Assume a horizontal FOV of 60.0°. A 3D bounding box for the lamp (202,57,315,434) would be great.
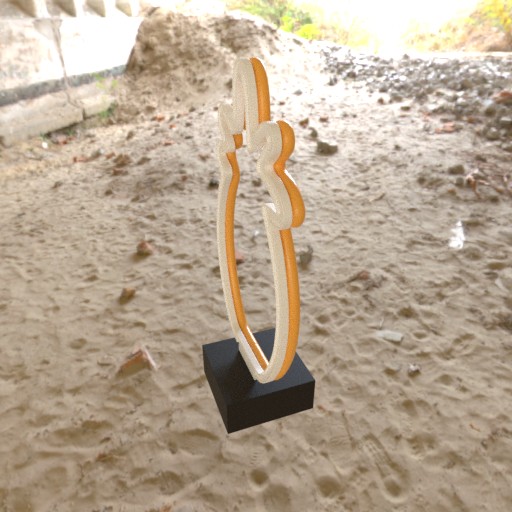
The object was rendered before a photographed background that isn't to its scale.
[{"bbox_3d":[0.000,0.000,0.386,0.088,0.317,0.167,-10,30,-18],"label":"lamp"}]
